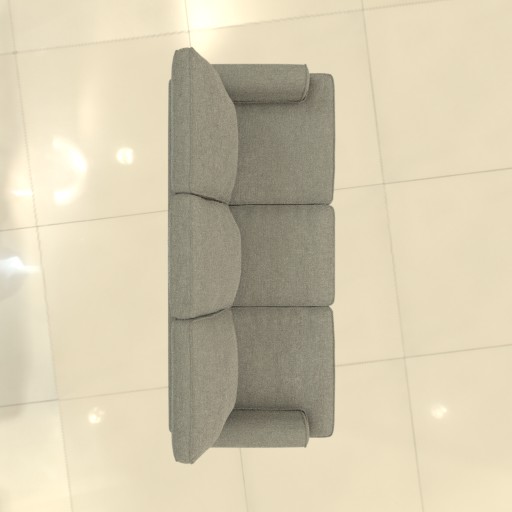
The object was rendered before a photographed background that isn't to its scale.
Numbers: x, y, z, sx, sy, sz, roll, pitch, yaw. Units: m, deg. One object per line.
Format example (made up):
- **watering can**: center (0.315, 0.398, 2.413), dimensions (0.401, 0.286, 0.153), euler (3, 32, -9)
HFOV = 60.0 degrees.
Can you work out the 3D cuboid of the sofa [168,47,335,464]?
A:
- **sofa**: center (0.000, 0.000, 2.579), dimensions (0.951, 0.965, 2.158), euler (0, 90, 0)
